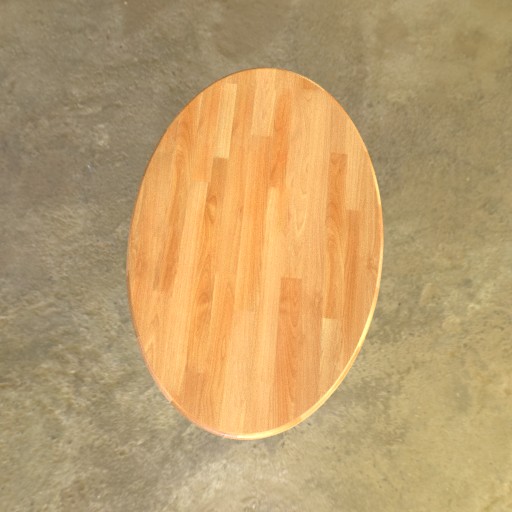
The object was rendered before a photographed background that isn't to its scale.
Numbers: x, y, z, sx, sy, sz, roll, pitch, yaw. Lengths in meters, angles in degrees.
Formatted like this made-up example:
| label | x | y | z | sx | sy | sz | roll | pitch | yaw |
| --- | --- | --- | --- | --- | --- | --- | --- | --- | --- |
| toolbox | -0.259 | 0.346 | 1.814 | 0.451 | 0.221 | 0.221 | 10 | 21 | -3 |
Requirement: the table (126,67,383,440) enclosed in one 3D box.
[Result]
| label | x | y | z | sx | sy | sz | roll | pitch | yaw |
| --- | --- | --- | --- | --- | --- | --- | --- | --- | --- |
| table | 0.000 | 0.000 | 1.401 | 0.690 | 0.490 | 1.040 | 5 | 75 | 1 |
